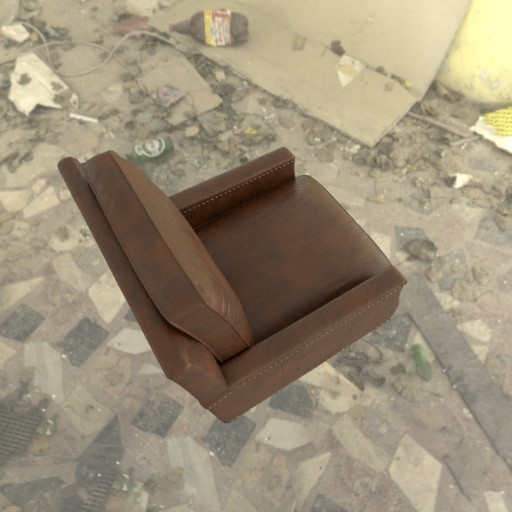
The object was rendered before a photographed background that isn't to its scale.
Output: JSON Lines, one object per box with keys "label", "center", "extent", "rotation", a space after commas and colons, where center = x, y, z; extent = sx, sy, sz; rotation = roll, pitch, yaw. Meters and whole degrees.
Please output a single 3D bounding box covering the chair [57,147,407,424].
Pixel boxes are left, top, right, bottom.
{"label": "chair", "center": [0.000, 0.000, 1.793], "extent": [1.035, 1.054, 0.854], "rotation": [-28, 62, -16]}
